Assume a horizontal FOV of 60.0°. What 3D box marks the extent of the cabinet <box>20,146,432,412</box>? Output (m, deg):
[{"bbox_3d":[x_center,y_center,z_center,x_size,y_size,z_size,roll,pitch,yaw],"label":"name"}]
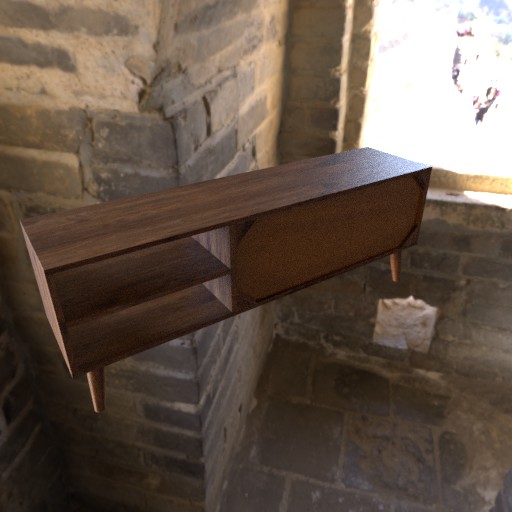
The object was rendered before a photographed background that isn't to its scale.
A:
[{"bbox_3d":[0.000,0.000,1.663,1.448,0.528,0.349,-18,34,-29],"label":"cabinet"}]
